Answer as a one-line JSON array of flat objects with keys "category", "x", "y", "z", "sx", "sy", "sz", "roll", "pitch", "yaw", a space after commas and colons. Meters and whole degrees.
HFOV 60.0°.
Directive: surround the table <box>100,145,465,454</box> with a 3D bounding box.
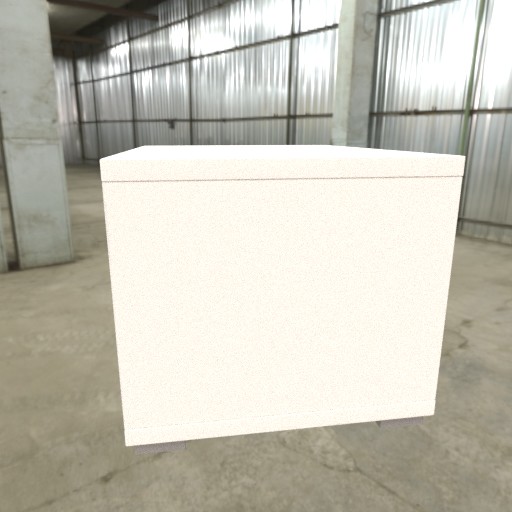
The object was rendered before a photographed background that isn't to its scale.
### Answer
[{"category": "table", "x": 0.000, "y": 0.000, "z": 0.764, "sx": 0.399, "sy": 0.357, "sz": 0.517, "roll": -2, "pitch": 16, "yaw": -9}]
